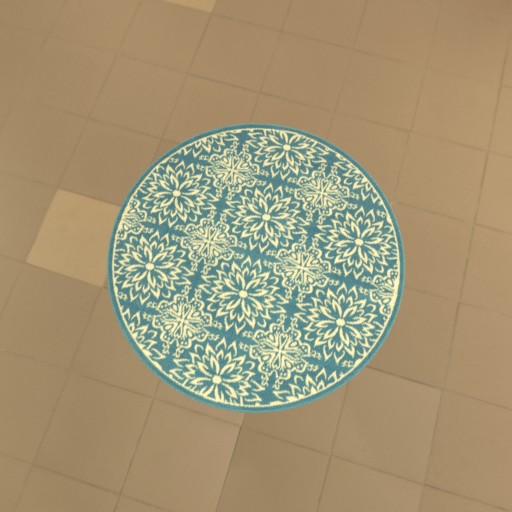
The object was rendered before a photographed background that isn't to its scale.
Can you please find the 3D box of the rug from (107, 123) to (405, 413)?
[{"bbox_3d":[0.000,0.000,2.376,1.593,0.012,1.593,0,76,0],"label":"rug"}]
